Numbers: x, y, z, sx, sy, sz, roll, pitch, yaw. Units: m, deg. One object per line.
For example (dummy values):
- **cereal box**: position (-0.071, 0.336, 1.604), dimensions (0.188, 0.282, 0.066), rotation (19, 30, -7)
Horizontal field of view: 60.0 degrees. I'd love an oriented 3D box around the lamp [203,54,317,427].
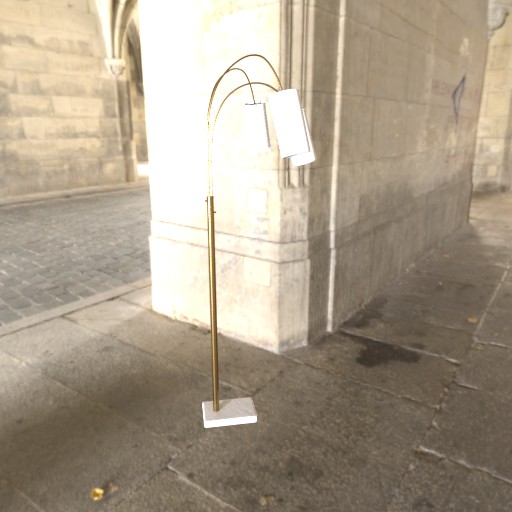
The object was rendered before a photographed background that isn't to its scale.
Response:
- **lamp**: position (0.000, 0.000, 2.545), dimensions (0.667, 2.055, 1.020), rotation (-3, 16, -9)
